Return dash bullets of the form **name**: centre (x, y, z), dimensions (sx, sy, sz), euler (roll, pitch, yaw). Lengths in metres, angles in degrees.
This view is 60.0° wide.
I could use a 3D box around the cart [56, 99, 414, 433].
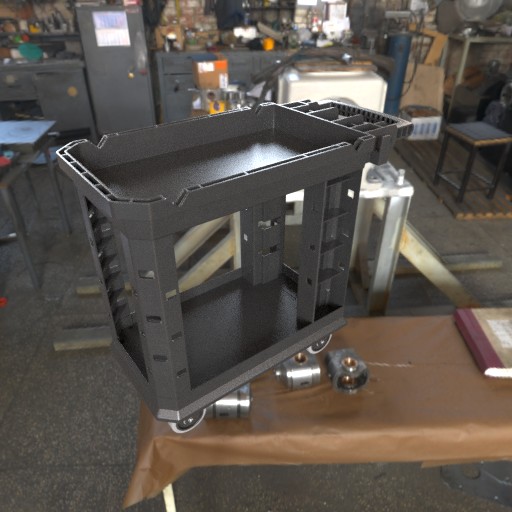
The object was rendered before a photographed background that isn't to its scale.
- **cart**: centre (0.000, 0.000, 1.568), dimensions (1.061, 0.884, 0.497), euler (-22, 39, -30)
